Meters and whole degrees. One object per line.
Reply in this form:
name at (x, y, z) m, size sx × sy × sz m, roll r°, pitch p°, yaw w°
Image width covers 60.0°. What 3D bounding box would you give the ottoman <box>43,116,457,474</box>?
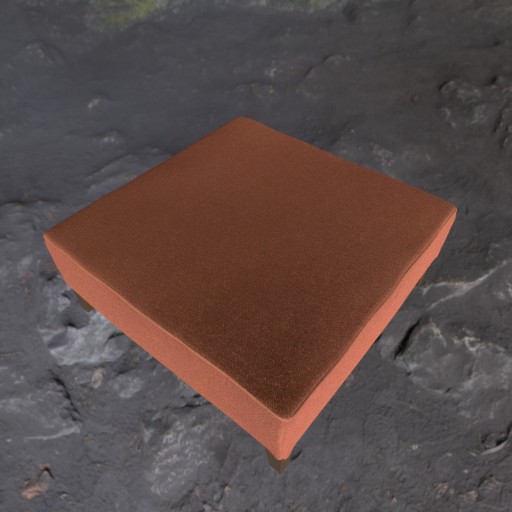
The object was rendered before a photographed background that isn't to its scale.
ottoman at (0.000, 0.000, 1.575) m, size 0.997 × 0.438 × 0.999 m, roll 30°, pitch 53°, yaw 26°
